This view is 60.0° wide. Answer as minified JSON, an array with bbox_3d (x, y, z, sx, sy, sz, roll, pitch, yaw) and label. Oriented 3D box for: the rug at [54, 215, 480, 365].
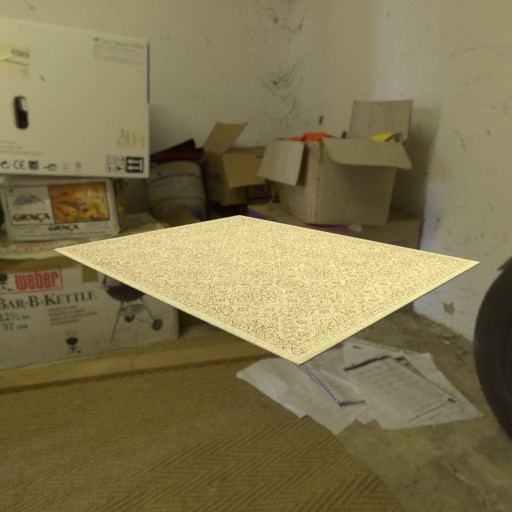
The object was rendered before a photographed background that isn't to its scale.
[{"bbox_3d":[0.000,0.000,4.035,3.050,0.015,2.441,15,22,43],"label":"rug"}]
